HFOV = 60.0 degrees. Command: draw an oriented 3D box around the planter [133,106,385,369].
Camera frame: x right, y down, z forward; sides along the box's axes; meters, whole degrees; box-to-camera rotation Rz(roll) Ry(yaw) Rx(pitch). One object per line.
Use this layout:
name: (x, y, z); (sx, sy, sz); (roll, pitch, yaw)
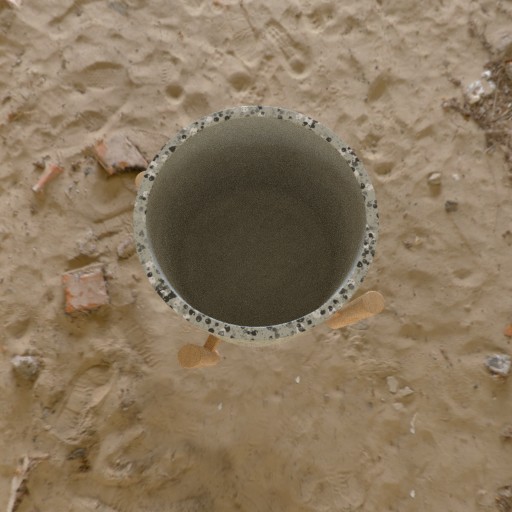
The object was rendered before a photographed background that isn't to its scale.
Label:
planter: (0.000, 0.000, 0.556); (0.284, 0.320, 0.284); (-38, 80, -8)
